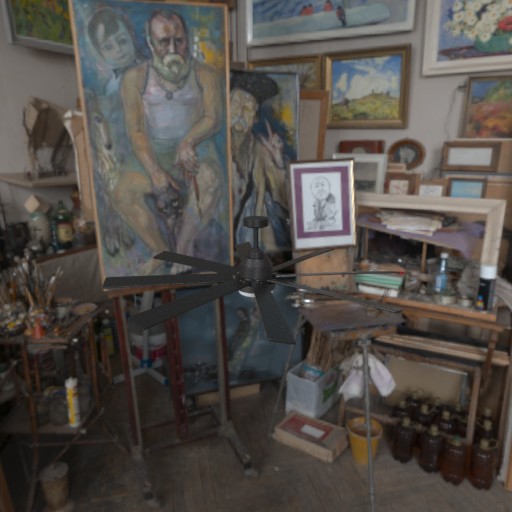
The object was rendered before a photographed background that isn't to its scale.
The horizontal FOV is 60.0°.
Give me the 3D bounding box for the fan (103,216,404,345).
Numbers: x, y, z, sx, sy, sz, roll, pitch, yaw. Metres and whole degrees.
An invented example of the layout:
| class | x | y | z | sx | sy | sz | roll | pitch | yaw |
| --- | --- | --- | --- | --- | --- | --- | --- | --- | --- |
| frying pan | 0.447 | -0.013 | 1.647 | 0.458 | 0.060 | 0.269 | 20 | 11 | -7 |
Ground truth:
| class | x | y | z | sx | sy | sz | roll | pitch | yaw |
| --- | --- | --- | --- | --- | --- | --- | --- | --- | --- |
| fan | 0.000 | 0.000 | 2.723 | 1.830 | 0.472 | 1.830 | -2 | 15 | -7 |
